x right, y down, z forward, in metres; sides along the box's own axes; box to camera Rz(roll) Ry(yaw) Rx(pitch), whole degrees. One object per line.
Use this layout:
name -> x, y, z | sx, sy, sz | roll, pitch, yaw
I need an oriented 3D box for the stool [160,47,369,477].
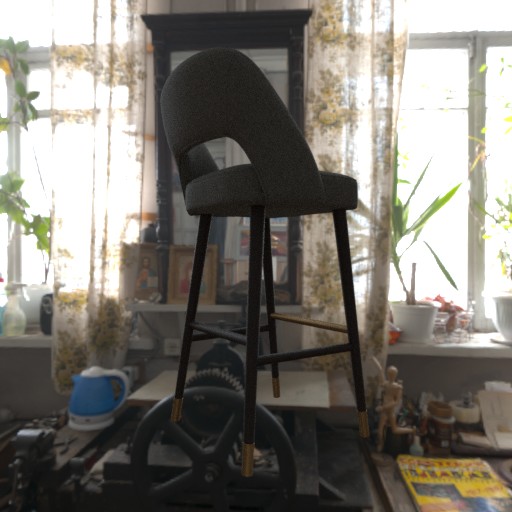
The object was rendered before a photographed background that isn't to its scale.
stool -> 0.000, 0.000, 1.380 | 0.524, 1.089, 0.536 | 0, 0, -34
